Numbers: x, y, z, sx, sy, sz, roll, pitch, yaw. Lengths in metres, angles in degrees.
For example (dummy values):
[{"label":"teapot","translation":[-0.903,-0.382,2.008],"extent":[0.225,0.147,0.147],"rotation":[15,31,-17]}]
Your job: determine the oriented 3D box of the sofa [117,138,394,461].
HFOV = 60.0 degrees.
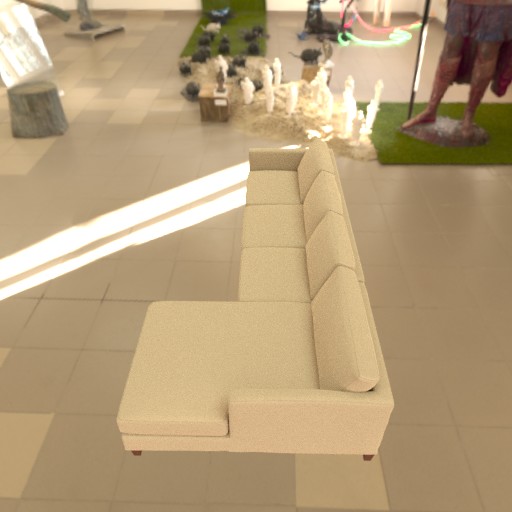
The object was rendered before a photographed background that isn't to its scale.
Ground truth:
[{"label":"sofa","translation":[0.000,0.000,3.834],"extent":[1.625,0.861,3.186],"rotation":[1,39,1]}]
